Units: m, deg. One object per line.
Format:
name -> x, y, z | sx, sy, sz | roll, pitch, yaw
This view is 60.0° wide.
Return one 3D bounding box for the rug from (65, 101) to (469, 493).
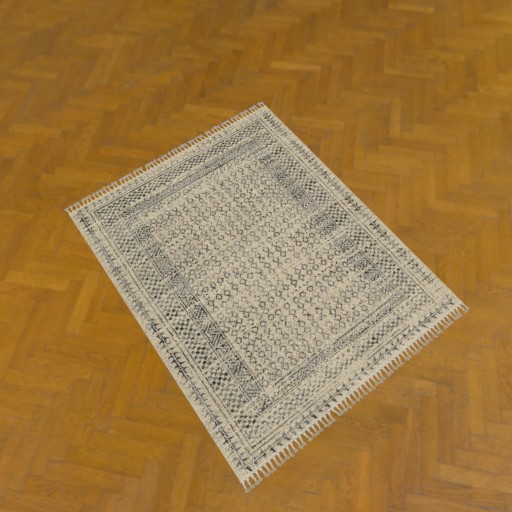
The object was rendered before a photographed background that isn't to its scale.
rug -> 0.000, 0.000, 3.923 | 2.312, 0.013, 2.940 | -33, 68, -15
